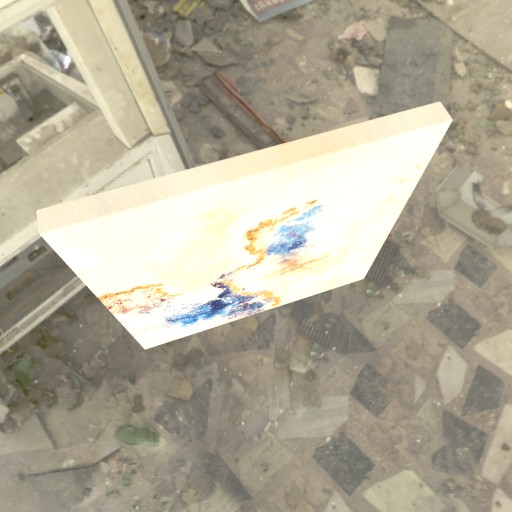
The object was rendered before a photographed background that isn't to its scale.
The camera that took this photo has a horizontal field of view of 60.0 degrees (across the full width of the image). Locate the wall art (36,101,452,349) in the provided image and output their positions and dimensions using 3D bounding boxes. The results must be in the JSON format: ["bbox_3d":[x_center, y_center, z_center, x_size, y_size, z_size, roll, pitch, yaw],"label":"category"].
[{"bbox_3d":[0.000,0.000,1.571,1.061,1.061,0.071,-17,65,-8],"label":"wall art"}]
